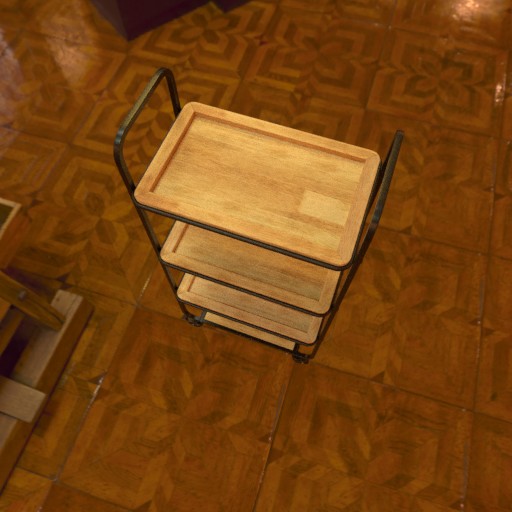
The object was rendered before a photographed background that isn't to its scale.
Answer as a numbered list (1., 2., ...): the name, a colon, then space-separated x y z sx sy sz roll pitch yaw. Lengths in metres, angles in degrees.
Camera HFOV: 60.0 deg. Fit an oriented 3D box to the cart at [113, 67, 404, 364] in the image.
1. cart: 0.000 0.000 1.338 0.545 1.080 0.321 18 65 9
